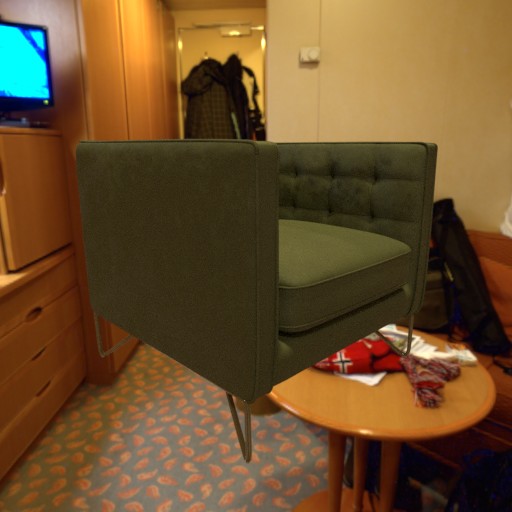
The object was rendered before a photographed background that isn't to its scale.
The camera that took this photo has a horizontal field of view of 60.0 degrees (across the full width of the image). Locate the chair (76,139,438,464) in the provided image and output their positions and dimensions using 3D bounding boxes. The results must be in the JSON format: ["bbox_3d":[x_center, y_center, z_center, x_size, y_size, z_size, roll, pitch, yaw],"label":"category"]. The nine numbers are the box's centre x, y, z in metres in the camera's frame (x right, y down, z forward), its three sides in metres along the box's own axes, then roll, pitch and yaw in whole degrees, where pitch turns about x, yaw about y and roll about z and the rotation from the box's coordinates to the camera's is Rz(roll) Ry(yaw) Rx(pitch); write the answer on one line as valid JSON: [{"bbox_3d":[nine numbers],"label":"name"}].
[{"bbox_3d":[0.000,0.000,1.563,0.880,0.790,0.894,-13,19,-43],"label":"chair"}]
